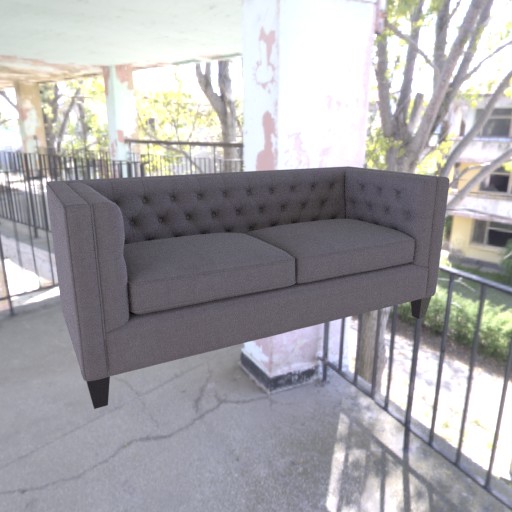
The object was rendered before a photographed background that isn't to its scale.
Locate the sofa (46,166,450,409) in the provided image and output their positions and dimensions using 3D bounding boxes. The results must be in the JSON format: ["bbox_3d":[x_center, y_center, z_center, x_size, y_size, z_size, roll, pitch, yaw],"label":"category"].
[{"bbox_3d":[0.000,0.000,2.209,1.778,0.762,0.775,-9,18,-27],"label":"sofa"}]
